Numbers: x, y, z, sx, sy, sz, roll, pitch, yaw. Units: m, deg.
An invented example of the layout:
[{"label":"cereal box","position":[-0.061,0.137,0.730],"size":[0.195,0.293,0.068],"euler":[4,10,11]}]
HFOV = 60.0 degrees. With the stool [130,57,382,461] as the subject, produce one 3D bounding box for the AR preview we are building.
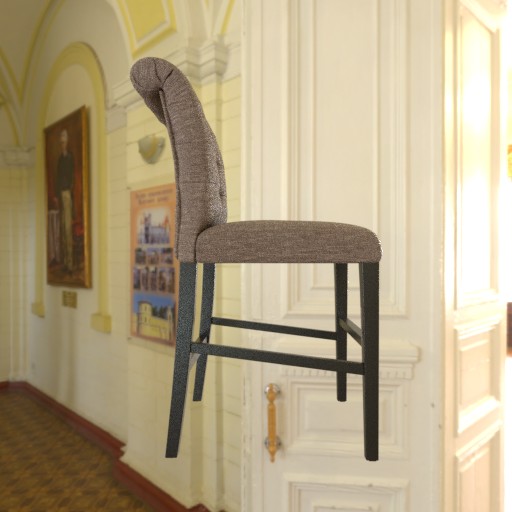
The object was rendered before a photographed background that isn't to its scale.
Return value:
[{"label":"stool","position":[0.000,0.000,1.268],"size":[0.611,0.970,0.457],"euler":[0,1,1]}]
